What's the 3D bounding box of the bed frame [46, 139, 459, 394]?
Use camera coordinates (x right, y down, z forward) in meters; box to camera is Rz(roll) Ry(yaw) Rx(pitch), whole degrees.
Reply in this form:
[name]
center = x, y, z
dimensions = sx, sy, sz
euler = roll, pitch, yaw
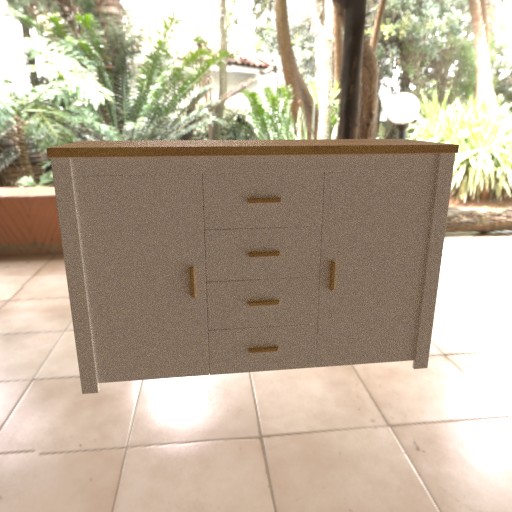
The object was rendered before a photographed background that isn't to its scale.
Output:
[bed frame]
center = 0.000, 0.000, 1.712
dimensions = 1.300, 0.850, 0.430
euler = -2, 17, -7
